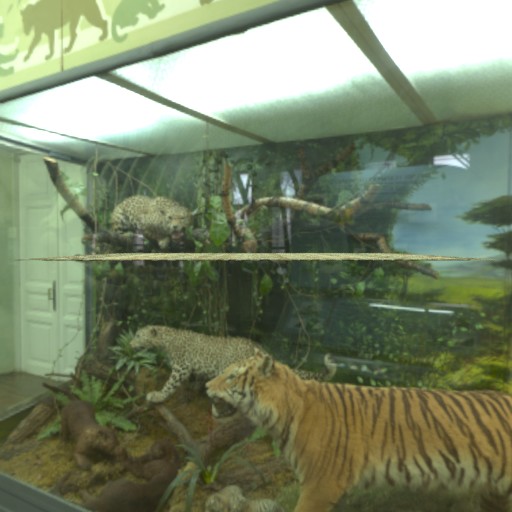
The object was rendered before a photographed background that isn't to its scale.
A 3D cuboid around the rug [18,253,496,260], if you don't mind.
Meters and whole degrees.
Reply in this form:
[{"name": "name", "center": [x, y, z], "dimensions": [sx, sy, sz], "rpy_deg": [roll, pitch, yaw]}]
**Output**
[{"name": "rug", "center": [0.000, 0.000, 2.966], "dimensions": [2.438, 0.008, 1.524], "rpy_deg": [0, 2, -1]}]
